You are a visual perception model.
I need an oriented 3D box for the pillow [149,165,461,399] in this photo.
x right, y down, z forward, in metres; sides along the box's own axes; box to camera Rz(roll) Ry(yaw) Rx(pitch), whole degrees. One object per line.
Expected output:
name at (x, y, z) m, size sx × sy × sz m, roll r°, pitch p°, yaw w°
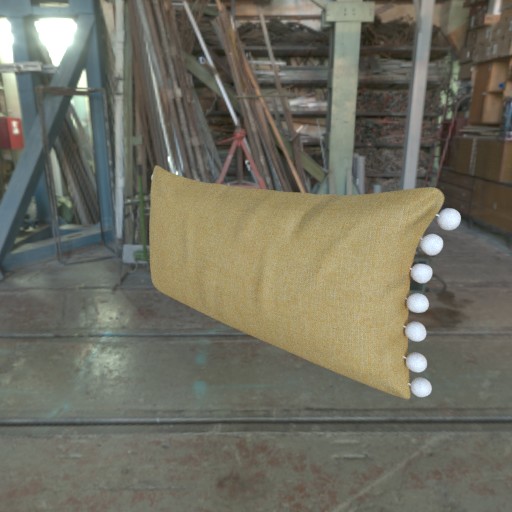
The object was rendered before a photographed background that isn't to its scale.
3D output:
pillow at (0.000, 0.000, 0.836) m, size 0.709 × 0.322 × 0.201 m, roll 16°, pitch 23°, yaw 42°
